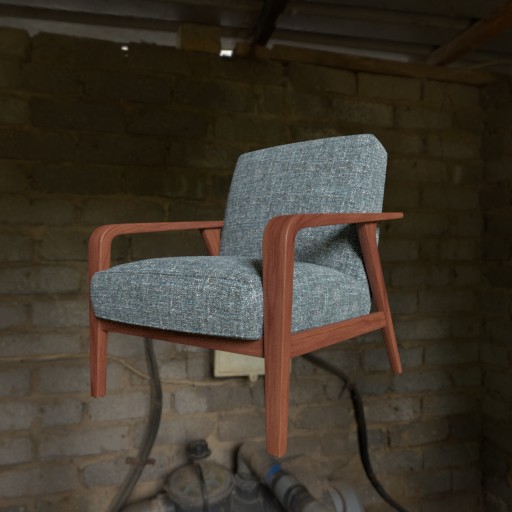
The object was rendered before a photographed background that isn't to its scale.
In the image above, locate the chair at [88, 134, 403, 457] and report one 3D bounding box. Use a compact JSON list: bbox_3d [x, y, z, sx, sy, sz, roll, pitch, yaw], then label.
[{"bbox_3d":[0.000,0.000,1.467,0.719,0.864,0.889,1,1,36],"label":"chair"}]
